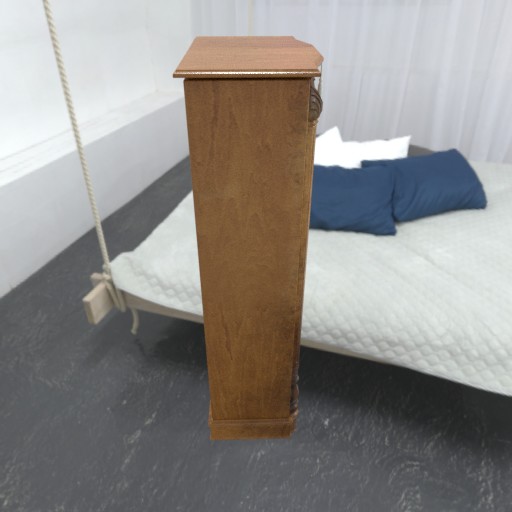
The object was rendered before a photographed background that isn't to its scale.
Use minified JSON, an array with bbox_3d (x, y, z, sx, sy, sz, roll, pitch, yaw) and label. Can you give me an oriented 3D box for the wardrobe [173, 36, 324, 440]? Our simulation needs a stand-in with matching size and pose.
[{"bbox_3d":[0.000,0.000,1.124,0.273,0.959,0.406,-1,33,-1],"label":"wardrobe"}]
